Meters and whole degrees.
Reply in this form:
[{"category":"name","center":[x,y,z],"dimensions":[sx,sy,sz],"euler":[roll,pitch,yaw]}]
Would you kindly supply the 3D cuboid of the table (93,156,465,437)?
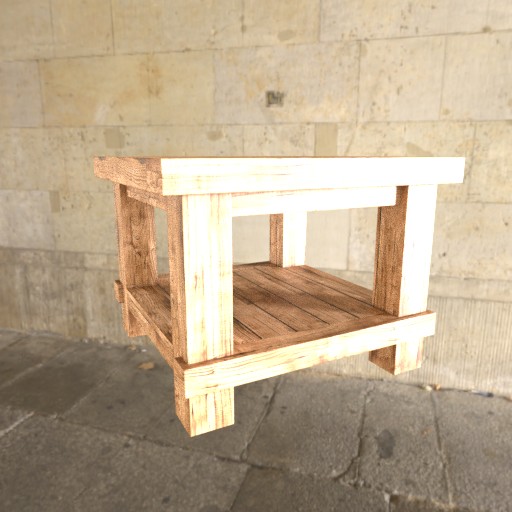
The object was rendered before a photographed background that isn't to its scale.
[{"category":"table","center":[0.000,0.000,1.047],"dimensions":[0.610,0.457,0.610],"euler":[-7,15,-27]}]
